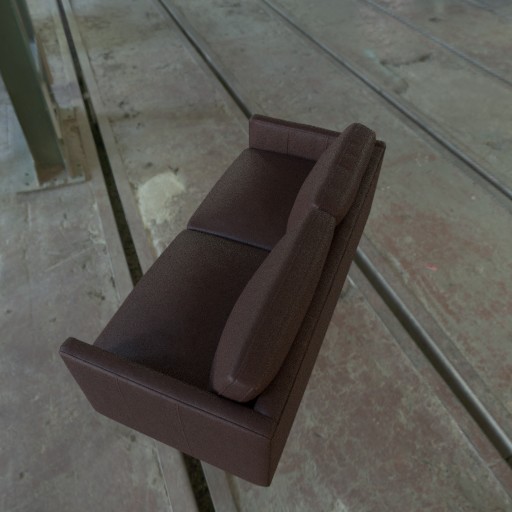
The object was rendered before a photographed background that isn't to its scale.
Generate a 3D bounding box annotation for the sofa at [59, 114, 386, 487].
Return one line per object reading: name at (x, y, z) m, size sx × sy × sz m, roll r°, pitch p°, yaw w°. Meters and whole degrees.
sofa at (0.000, 0.000, 2.377) m, size 0.923 × 0.863 × 1.971 m, roll 17°, pitch 49°, yaw 15°
